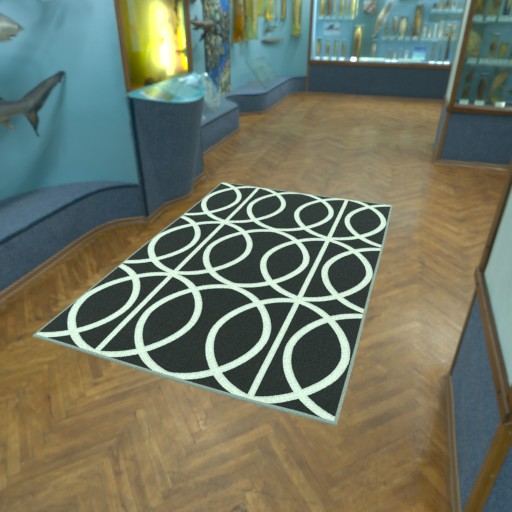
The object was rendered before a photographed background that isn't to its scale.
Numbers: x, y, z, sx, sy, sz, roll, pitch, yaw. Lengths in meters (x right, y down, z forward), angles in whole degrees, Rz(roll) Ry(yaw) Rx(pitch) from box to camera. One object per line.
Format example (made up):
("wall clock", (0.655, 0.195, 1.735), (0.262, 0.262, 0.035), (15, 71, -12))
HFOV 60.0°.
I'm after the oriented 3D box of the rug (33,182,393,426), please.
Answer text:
("rug", (0.000, 0.000, 2.881), (1.526, 0.014, 2.290), (11, 32, 17))
